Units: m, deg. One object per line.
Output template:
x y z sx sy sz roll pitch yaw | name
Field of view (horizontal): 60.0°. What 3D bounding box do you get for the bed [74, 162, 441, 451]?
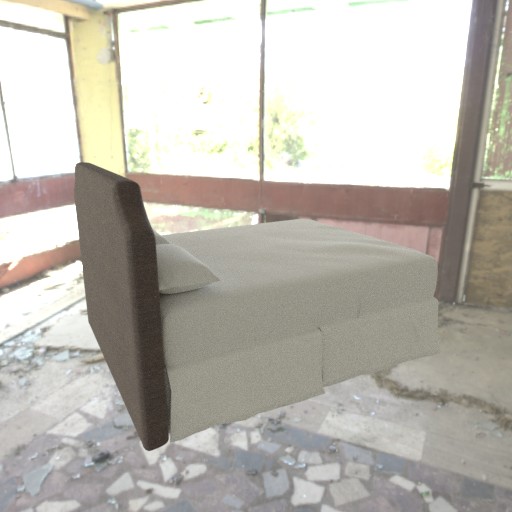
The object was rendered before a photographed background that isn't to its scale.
0.000 0.000 3.123 2.116 1.290 1.693 -9 18 -28 | bed
